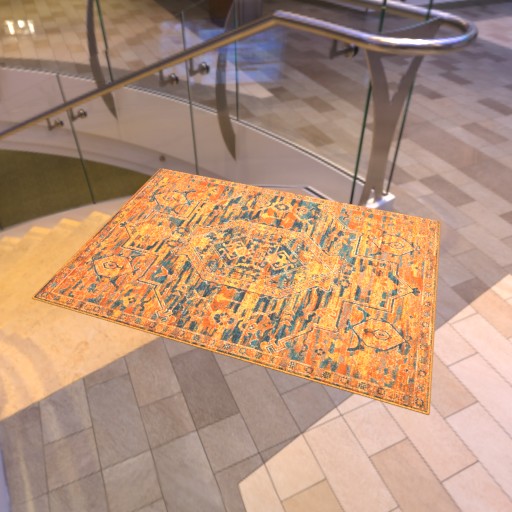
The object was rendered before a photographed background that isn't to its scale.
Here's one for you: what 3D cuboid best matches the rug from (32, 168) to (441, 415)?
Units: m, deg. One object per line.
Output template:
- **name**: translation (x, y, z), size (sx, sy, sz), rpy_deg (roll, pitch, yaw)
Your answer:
- **rug**: translation (0.000, 0.000, 3.739), size (2.916, 0.019, 2.043), rpy_deg (13, 43, 14)
